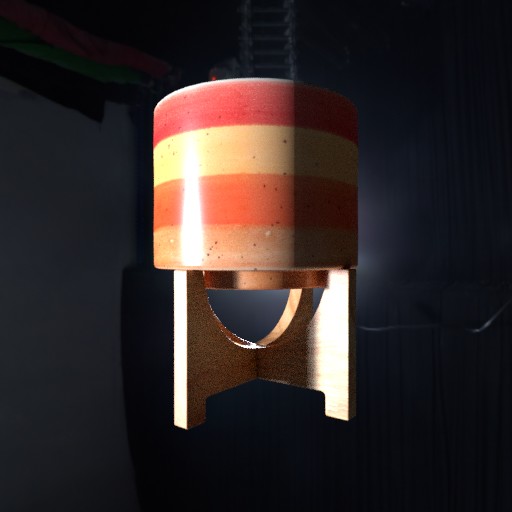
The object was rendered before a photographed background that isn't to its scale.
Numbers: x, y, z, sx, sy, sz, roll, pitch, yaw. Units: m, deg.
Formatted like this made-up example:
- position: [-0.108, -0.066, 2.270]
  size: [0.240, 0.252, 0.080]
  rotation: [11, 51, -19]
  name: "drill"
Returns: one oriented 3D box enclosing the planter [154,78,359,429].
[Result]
- position: [0.000, 0.000, 0.425]
  size: [0.199, 0.268, 0.199]
  rotation: [0, 0, 0]
  name: "planter"
